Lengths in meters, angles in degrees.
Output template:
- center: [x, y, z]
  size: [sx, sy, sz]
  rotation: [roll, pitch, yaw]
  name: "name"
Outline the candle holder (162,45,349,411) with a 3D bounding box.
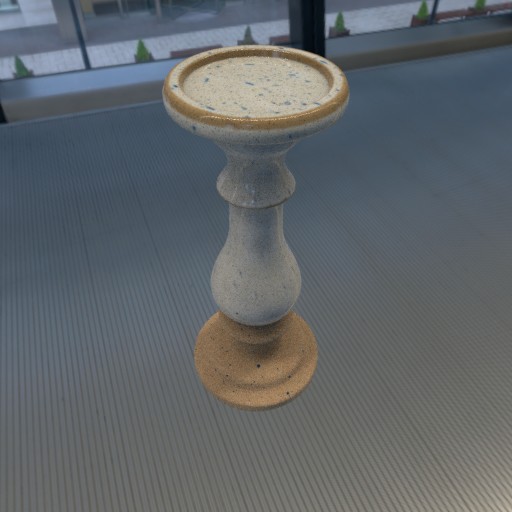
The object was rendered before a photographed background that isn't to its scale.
- center: [0.000, 0.000, 0.250]
  size: [0.088, 0.203, 0.088]
  rotation: [0, 45, 0]
  name: "candle holder"
